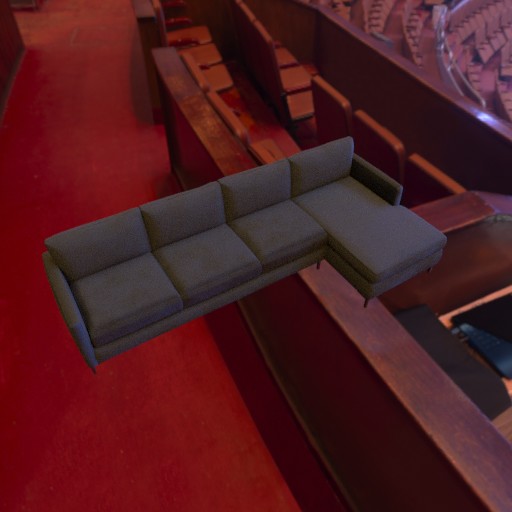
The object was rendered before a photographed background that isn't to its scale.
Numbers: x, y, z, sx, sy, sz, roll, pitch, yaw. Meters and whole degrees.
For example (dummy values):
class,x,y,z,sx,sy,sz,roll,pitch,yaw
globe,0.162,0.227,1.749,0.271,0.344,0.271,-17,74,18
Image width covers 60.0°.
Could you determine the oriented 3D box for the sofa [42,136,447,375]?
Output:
class,x,y,z,sx,sy,sz,roll,pitch,yaw
sofa,0.000,0.000,3.266,2.725,0.756,1.255,-23,49,-22
